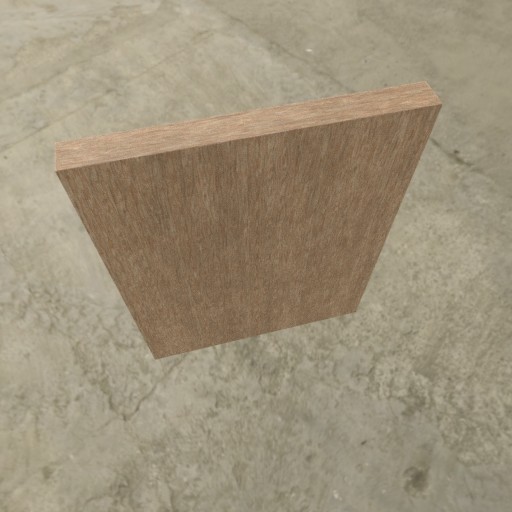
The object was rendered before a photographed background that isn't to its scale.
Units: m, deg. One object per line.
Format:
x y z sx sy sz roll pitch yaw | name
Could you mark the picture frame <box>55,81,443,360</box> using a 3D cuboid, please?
0.000 0.000 0.702 0.424 0.526 0.043 -12 57 -8 | picture frame
